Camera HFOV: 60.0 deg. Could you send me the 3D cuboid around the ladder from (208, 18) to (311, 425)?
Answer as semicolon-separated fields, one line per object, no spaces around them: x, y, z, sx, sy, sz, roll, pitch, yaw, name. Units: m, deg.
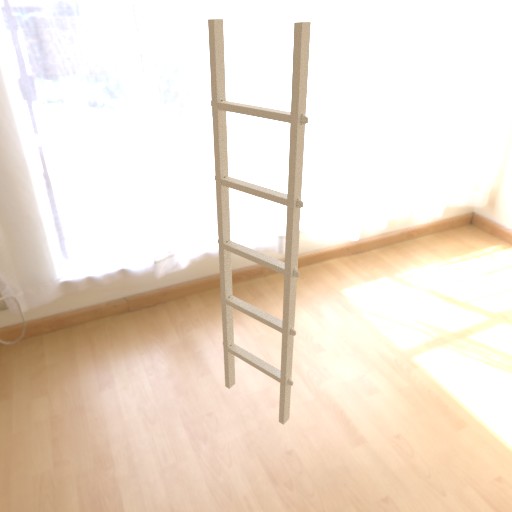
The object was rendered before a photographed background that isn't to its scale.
0.000;0.000;1.913;0.452;1.797;0.051;23;37;34;ladder
